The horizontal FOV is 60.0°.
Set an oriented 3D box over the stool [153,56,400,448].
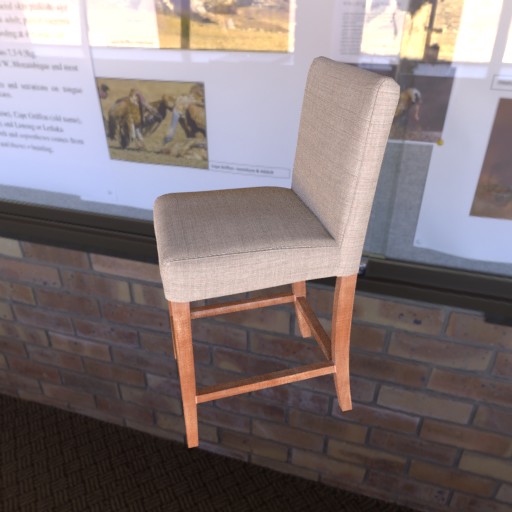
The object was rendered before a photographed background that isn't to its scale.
[{"bbox_3d":[0.000,0.000,1.322,0.567,1.039,0.454,-8,31,-13],"label":"stool"}]
